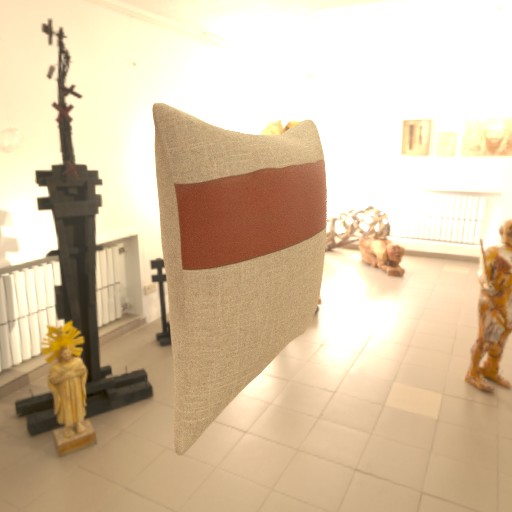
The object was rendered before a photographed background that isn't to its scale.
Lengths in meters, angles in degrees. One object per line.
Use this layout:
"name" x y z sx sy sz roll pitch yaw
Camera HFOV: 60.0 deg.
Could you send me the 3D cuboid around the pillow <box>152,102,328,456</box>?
"pillow" 0.000 0.000 0.648 0.173 0.399 0.414 7 16 27
